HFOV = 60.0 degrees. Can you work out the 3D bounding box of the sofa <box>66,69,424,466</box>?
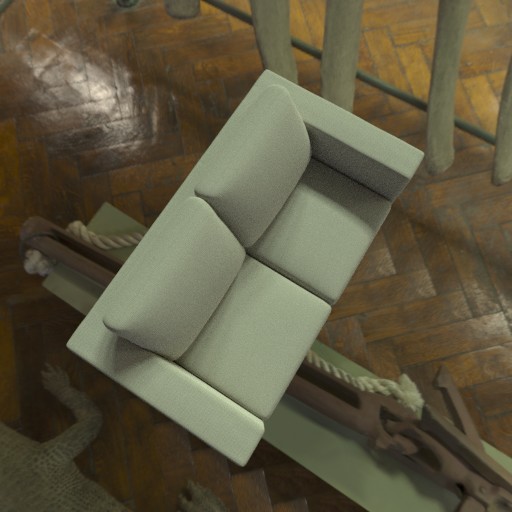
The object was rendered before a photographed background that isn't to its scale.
[{"bbox_3d":[0.000,0.000,2.394,1.009,0.932,1.813,31,77,8],"label":"sofa"}]
